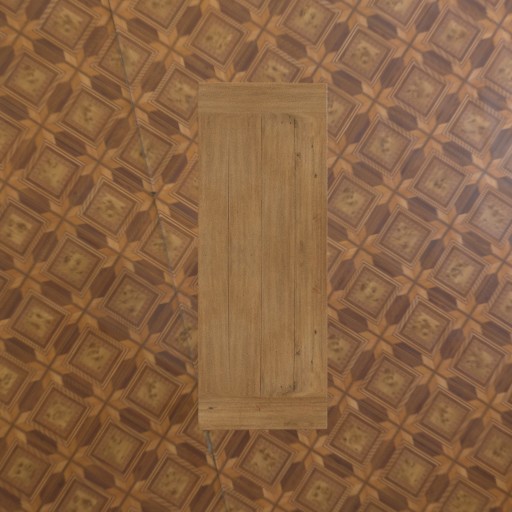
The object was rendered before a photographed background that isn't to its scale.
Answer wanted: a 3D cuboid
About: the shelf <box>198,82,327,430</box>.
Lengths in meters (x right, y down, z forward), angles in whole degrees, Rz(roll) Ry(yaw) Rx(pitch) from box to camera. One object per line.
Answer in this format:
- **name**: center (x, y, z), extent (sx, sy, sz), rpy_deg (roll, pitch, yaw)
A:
- **shelf**: center (0.000, 0.000, 2.241), extent (0.381, 1.878, 1.022), rpy_deg (0, 90, -1)
